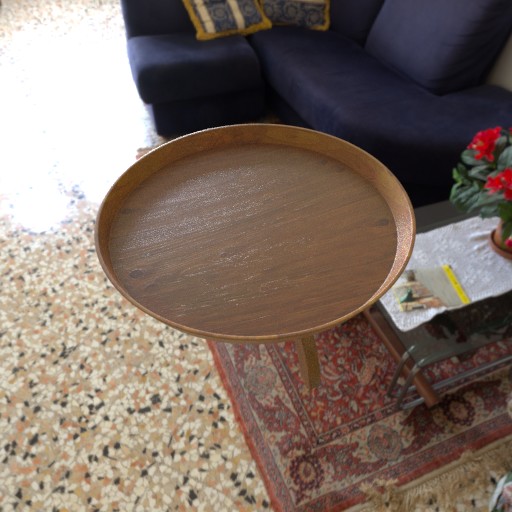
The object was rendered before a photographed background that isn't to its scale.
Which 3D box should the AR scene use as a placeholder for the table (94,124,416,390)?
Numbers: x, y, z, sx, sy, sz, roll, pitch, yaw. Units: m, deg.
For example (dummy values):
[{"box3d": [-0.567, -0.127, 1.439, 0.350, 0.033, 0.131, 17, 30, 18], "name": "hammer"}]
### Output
[{"box3d": [0.000, 0.000, 1.588, 1.016, 0.470, 1.016, 0, 46, 0], "name": "table"}]
